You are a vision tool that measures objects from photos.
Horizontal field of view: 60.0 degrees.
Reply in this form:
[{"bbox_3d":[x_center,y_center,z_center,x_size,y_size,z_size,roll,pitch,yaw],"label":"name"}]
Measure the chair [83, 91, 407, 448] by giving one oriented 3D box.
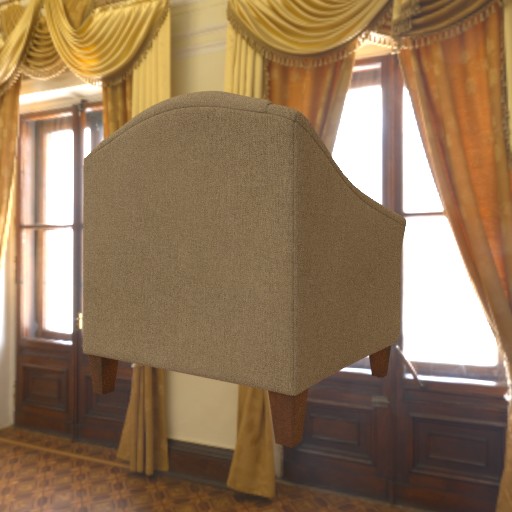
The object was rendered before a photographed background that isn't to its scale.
[{"bbox_3d":[0.000,0.000,1.447,0.763,0.839,0.787,0,0,35],"label":"chair"}]
